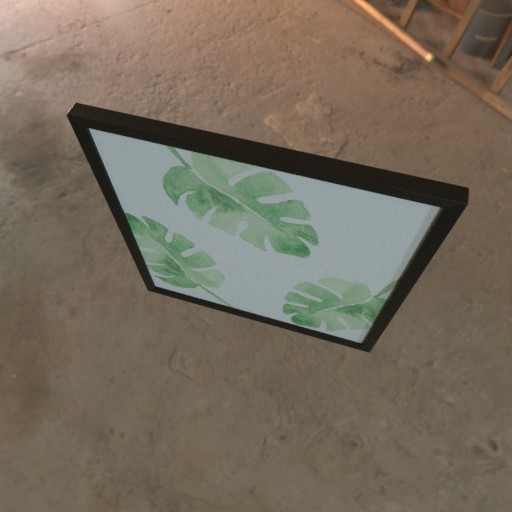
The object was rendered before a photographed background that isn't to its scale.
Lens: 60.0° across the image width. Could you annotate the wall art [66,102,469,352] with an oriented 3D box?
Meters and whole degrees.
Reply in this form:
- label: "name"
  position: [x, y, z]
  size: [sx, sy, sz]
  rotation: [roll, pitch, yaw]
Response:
- label: "wall art"
  position: [0.000, 0.000, 1.147]
  size: [0.765, 0.765, 0.038]
  rotation: [14, 60, 9]
